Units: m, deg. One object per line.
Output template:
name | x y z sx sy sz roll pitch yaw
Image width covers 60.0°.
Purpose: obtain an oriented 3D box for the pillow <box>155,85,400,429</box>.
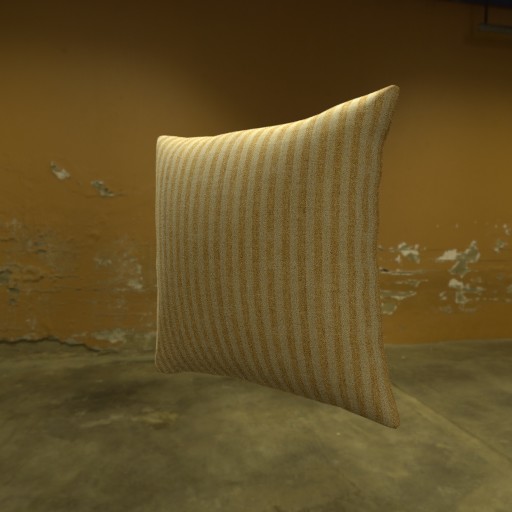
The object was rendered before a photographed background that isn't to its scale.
pillow | 0.000 0.000 0.645 0.419 0.407 0.173 0 1 35
